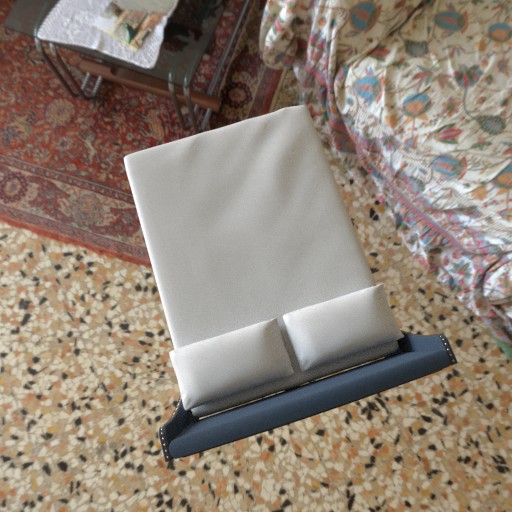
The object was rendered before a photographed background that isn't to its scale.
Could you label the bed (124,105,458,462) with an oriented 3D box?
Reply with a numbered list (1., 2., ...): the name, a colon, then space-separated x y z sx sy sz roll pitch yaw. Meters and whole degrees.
1. bed: 0.000 0.000 3.283 1.710 1.407 2.237 -17 77 -4
